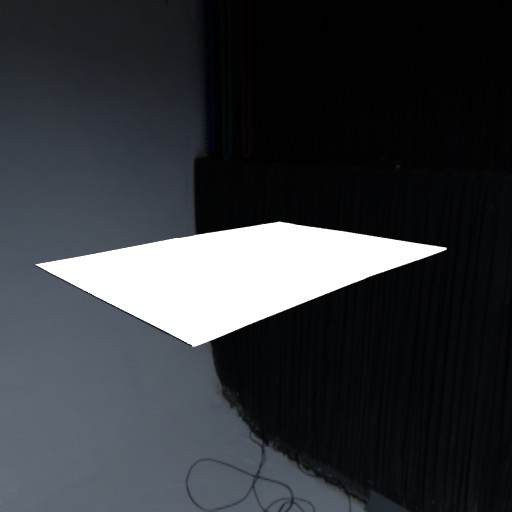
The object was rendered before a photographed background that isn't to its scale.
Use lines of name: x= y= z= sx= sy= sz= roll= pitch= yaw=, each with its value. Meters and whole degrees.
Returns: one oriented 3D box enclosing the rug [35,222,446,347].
rug: x=0.000 y=0.000 z=3.741 sx=2.869 sy=0.038 sz=2.032 roll=-13 pitch=19 yaw=-43
